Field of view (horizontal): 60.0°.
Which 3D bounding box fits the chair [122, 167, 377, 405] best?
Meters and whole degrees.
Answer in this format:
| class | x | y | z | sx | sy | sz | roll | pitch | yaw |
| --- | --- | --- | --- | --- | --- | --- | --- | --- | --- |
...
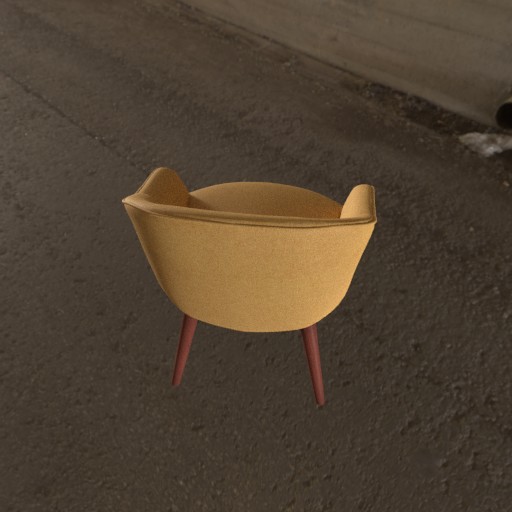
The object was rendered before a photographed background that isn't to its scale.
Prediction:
| class | x | y | z | sx | sy | sz | roll | pitch | yaw |
| --- | --- | --- | --- | --- | --- | --- | --- | --- | --- |
| chair | 0.000 | 0.000 | 1.247 | 0.596 | 0.823 | 0.635 | 6 | 47 | 5 |
